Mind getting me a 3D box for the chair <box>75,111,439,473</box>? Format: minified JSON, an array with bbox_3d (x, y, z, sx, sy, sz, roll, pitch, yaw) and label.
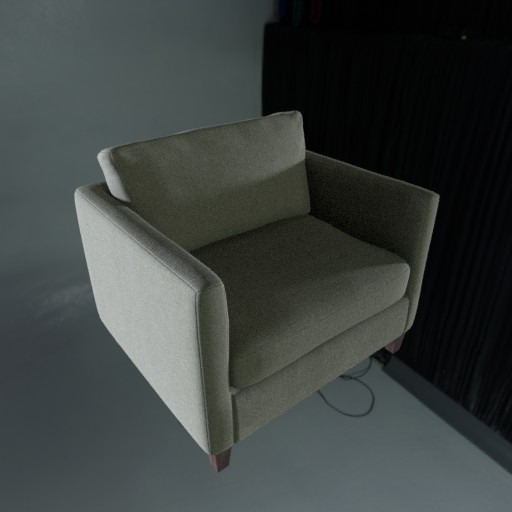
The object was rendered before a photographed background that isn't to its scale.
[{"bbox_3d":[0.000,0.000,1.812,1.107,0.963,0.959,-21,36,-33],"label":"chair"}]
